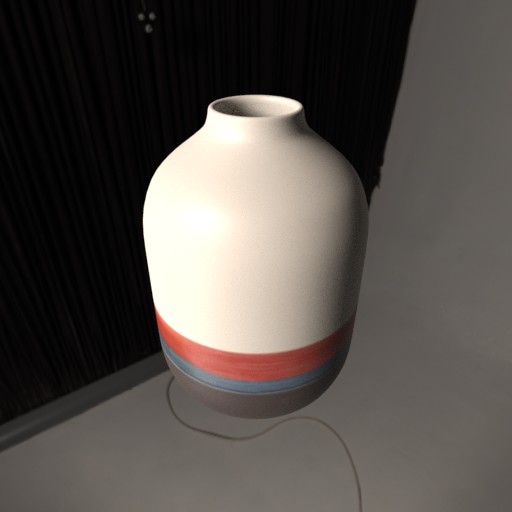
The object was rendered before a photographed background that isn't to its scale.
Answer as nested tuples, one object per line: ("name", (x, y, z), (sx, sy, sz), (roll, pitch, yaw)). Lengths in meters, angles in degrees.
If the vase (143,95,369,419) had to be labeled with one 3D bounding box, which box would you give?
("vase", (0.000, 0.000, 0.358), (0.169, 0.237, 0.169), (0, 32, 0))
